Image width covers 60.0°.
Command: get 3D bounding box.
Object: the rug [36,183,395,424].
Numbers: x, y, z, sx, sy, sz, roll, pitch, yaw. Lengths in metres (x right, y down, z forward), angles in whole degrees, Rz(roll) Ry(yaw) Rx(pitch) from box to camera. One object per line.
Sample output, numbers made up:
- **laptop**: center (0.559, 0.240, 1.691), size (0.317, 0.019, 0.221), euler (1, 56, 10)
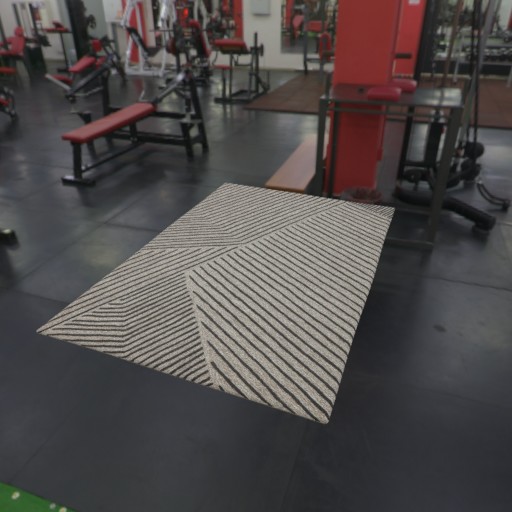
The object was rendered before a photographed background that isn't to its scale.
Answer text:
- **rug**: center (0.000, 0.000, 2.374), size (1.237, 0.019, 1.842), euler (11, 32, 19)
